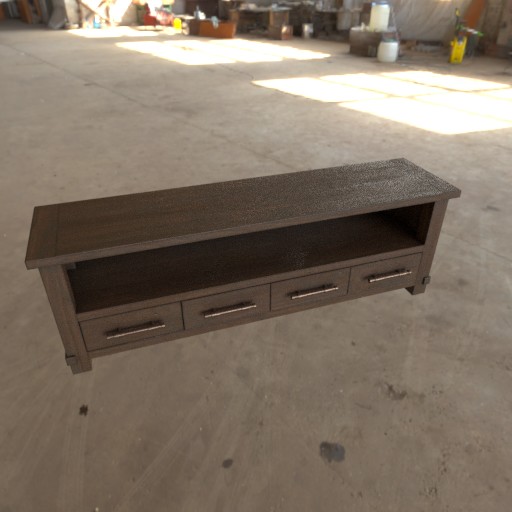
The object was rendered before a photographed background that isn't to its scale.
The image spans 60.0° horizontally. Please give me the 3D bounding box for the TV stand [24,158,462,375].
[{"bbox_3d":[0.000,0.000,2.147,1.866,0.615,0.471,-10,34,-16],"label":"TV stand"}]
